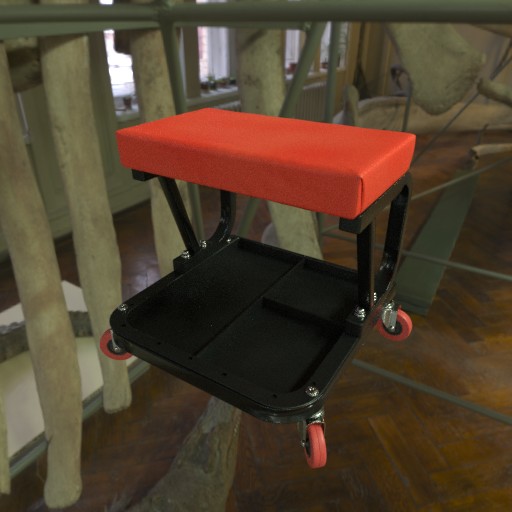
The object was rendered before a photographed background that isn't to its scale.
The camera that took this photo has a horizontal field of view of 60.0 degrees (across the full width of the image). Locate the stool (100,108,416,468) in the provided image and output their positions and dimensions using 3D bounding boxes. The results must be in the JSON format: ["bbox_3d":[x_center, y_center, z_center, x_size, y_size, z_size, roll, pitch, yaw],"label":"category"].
[{"bbox_3d":[0.000,0.000,0.695,0.446,0.380,0.371,17,33,28],"label":"stool"}]
